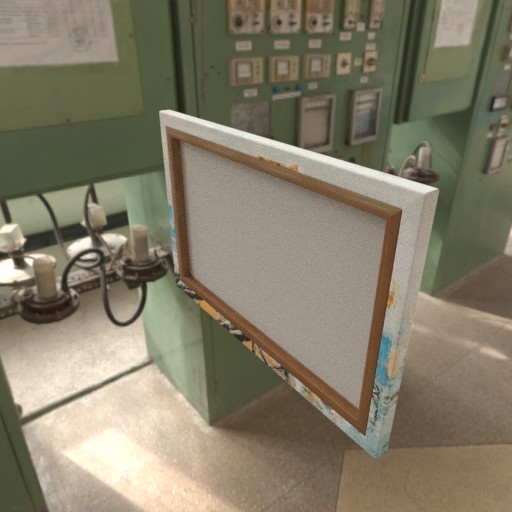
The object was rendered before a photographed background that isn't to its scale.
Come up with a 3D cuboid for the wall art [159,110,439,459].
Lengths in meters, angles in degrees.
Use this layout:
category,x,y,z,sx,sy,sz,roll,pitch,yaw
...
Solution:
category,x,y,z,sx,sy,sz,roll,pitch,yaw
wall art,0.000,0.000,1.152,0.038,0.609,0.913,-19,33,-32
